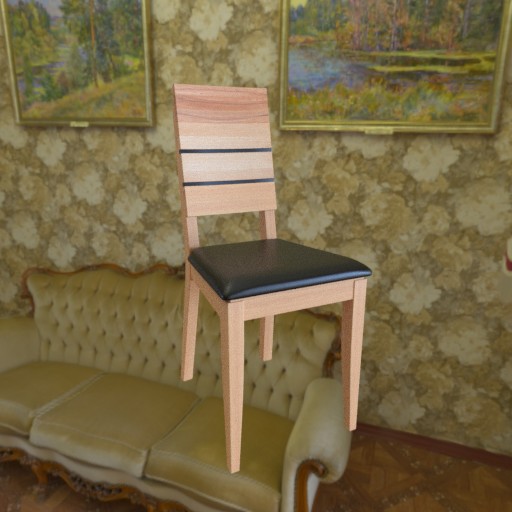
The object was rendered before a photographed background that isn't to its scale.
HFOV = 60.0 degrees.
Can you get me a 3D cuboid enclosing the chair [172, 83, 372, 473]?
[{"bbox_3d":[0.000,0.000,1.251,0.410,0.940,0.520,-8,17,-26],"label":"chair"}]
